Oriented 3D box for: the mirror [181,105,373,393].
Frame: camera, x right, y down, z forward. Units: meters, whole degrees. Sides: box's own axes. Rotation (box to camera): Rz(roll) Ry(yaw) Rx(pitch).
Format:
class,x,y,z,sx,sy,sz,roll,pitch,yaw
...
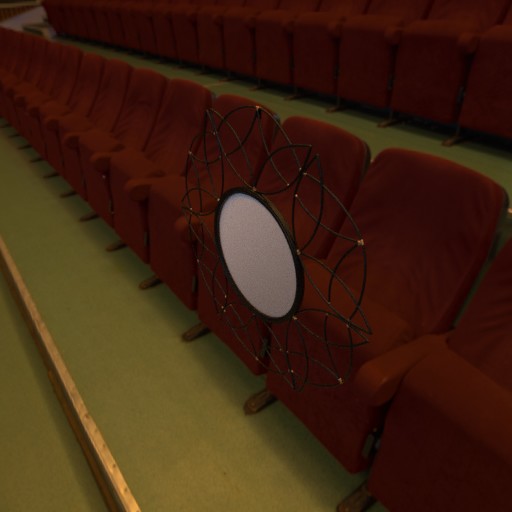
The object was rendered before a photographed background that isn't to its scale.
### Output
class,x,y,z,sx,sy,sz,roll,pitch,yaw
mirror,0.000,0.000,1.183,0.028,0.775,0.797,-22,38,-31
